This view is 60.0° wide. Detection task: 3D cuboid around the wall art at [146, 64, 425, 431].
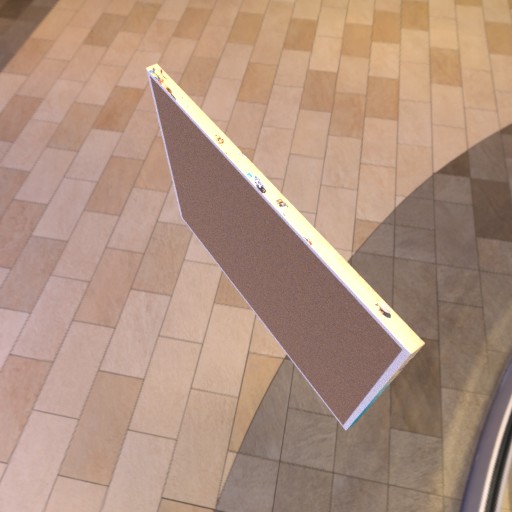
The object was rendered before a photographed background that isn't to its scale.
[{"bbox_3d":[0.000,0.000,1.465,0.040,0.769,1.136,-31,63,-18],"label":"wall art"}]
